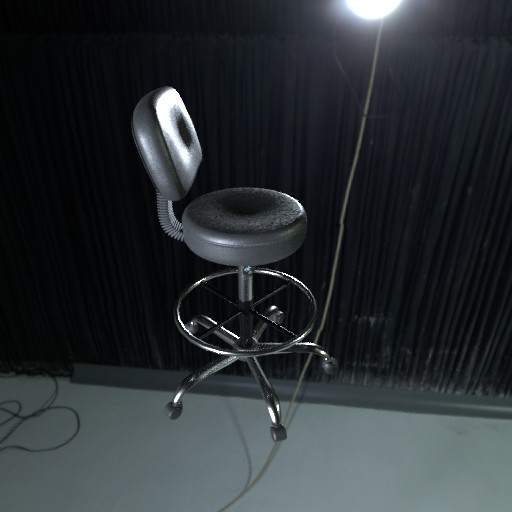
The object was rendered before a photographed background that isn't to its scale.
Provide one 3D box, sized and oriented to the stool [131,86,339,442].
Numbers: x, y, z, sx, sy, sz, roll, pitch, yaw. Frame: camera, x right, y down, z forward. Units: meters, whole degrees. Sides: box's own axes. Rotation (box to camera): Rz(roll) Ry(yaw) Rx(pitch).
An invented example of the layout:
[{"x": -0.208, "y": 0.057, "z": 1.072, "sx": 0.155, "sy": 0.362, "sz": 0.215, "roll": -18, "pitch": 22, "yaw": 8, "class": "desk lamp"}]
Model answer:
[{"x": 0.000, "y": 0.000, "z": 1.517, "sx": 0.658, "sy": 1.069, "sz": 0.694, "roll": 0, "pitch": 30, "yaw": 1, "class": "stool"}]
